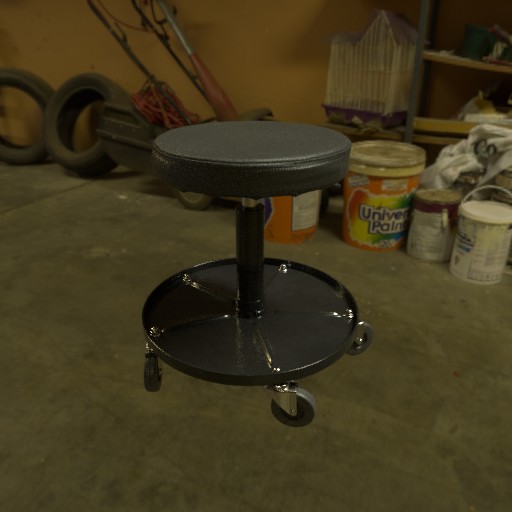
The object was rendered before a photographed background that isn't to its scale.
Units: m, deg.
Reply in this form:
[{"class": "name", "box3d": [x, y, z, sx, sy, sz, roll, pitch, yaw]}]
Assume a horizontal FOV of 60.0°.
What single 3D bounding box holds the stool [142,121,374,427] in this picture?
[{"class": "stool", "box3d": [0.000, 0.000, 0.685, 0.382, 0.365, 0.381, -8, 27, -16]}]
